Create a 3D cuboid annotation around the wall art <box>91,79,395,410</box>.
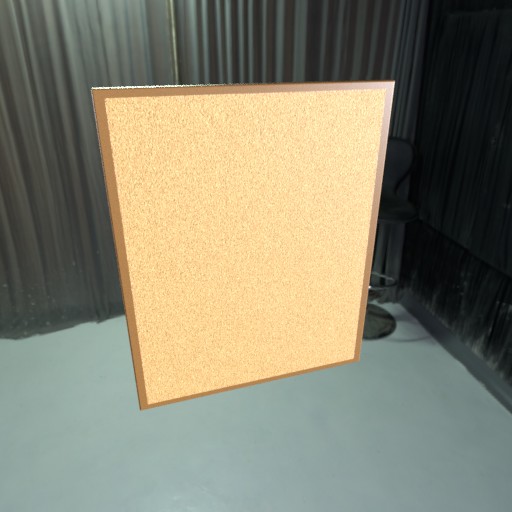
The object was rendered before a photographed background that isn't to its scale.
[{"bbox_3d":[0.000,0.000,0.521,0.310,0.379,0.015,-8,27,-16],"label":"wall art"}]
